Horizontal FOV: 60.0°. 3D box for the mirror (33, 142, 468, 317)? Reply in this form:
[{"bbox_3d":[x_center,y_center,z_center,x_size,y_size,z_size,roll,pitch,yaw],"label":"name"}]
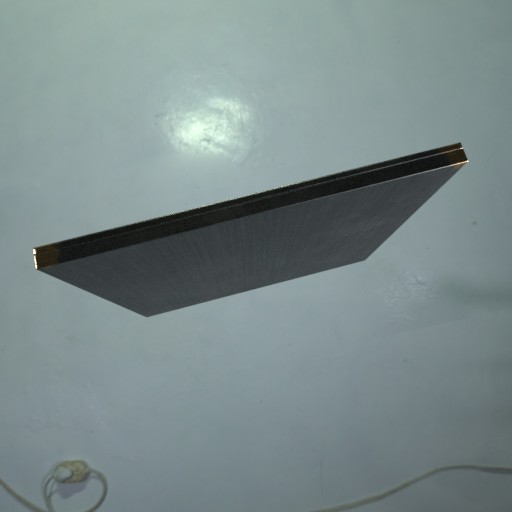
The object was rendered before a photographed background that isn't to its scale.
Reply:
[{"bbox_3d":[0.000,0.000,0.565,0.382,0.381,0.020,-14,77,-3],"label":"mirror"}]
